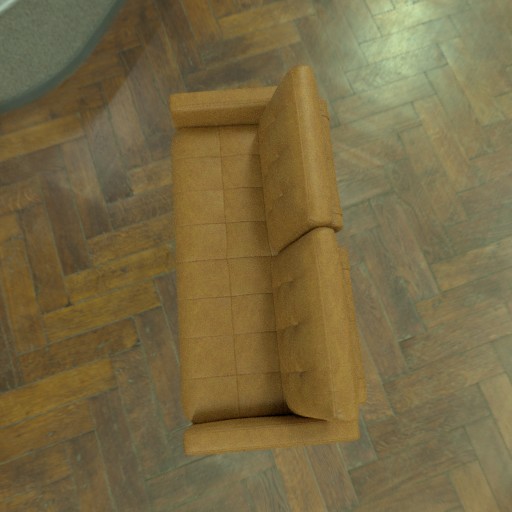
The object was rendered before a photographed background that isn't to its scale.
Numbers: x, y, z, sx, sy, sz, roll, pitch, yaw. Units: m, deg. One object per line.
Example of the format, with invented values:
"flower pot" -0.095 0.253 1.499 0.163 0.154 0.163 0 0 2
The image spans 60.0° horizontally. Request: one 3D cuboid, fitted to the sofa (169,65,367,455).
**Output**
"sofa" 0.000 0.000 2.270 0.850 0.898 1.821 -5 76 -1
